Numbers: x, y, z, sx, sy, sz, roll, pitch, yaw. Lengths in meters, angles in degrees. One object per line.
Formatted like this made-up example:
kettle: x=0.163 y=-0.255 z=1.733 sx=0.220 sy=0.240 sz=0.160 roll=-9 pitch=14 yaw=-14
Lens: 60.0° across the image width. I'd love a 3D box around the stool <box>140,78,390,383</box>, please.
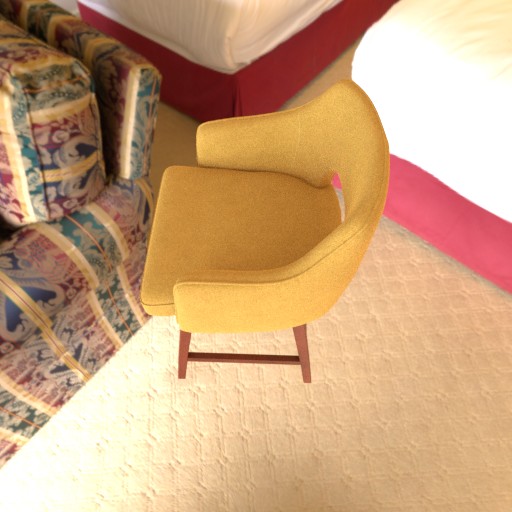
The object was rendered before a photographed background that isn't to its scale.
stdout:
stool: x=0.000 y=0.000 z=1.290 sx=0.558 sy=0.924 sz=0.548 roll=2 pitch=58 yaw=1
